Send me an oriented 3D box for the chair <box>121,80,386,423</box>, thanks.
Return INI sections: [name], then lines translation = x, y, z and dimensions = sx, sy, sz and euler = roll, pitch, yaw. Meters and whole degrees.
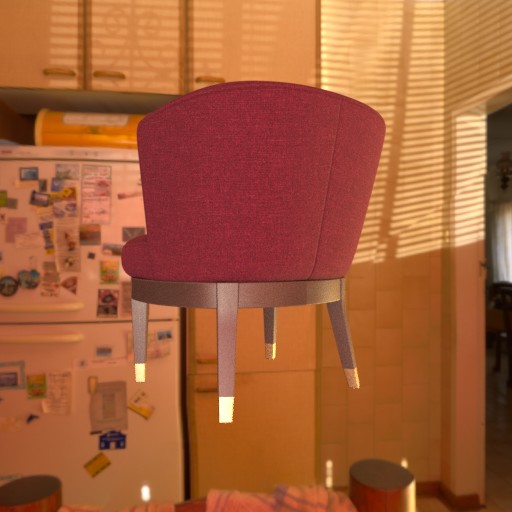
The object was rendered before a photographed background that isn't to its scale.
[chair]
translation = 0.000, 0.000, 1.288
dimensions = 0.700, 0.760, 0.660
euler = 0, 0, -37
